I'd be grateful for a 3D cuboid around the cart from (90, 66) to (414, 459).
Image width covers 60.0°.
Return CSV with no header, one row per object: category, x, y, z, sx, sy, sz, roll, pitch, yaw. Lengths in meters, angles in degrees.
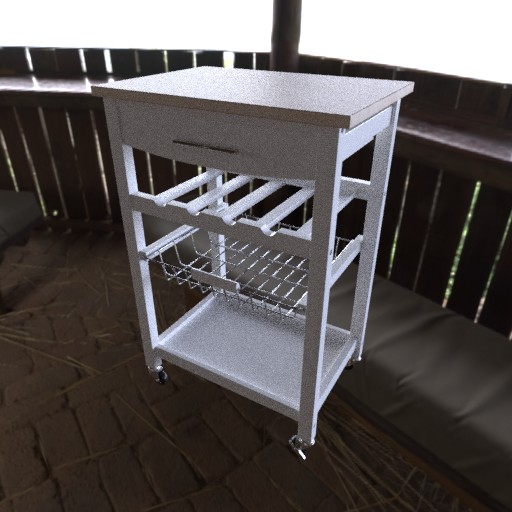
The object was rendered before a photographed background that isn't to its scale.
cart,0.000,0.000,1.172,0.578,0.857,0.406,16,33,26
